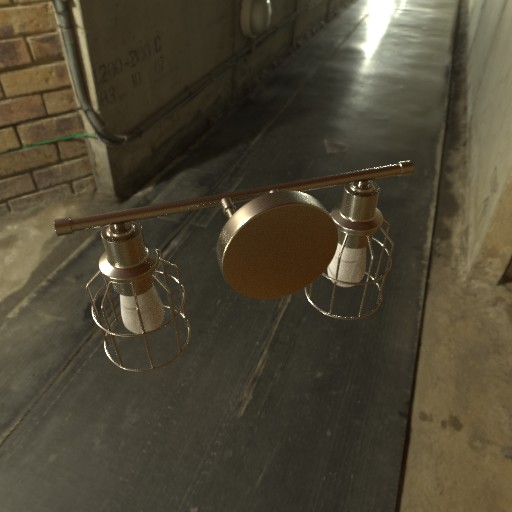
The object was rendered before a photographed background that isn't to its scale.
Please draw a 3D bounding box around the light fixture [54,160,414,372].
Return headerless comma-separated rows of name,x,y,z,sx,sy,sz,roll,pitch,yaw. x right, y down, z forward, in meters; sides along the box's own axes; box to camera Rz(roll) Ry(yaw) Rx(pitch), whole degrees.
light fixture,0.000,0.000,0.519,0.406,0.254,0.165,-11,42,-13
